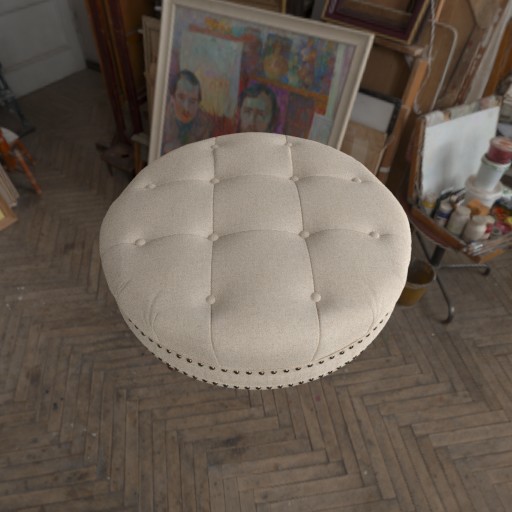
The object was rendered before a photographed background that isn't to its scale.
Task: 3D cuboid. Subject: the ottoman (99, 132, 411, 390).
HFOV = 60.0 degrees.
[{"bbox_3d":[0.000,0.000,1.457,0.940,0.483,0.940,0,46,0],"label":"ottoman"}]
